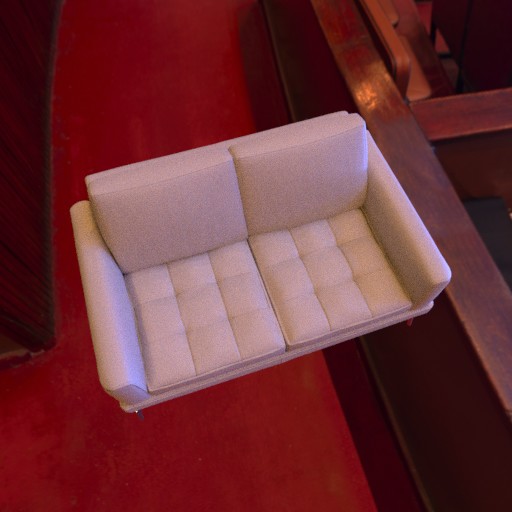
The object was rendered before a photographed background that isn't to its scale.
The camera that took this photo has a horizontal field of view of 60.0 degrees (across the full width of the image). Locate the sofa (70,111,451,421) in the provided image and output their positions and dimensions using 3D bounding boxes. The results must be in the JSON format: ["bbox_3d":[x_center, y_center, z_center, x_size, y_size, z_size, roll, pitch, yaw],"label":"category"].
[{"bbox_3d":[0.000,0.000,2.454,1.819,0.930,1.121,-17,64,-8],"label":"sofa"}]
